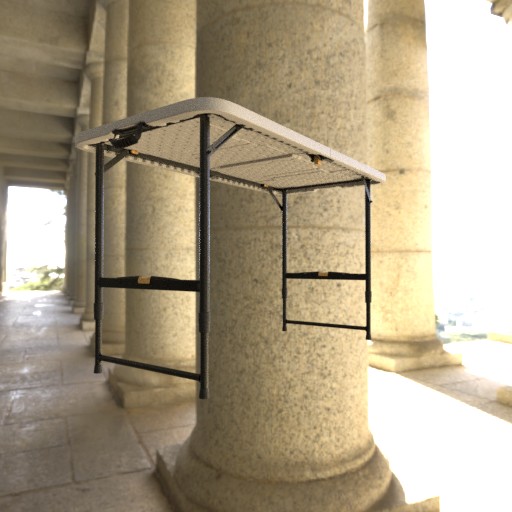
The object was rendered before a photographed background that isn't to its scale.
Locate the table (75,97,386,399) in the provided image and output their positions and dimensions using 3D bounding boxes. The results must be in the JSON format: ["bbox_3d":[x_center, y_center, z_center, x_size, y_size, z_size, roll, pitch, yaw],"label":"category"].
[{"bbox_3d":[0.000,0.000,1.679,0.611,0.737,1.245,-1,-1,36],"label":"table"}]
